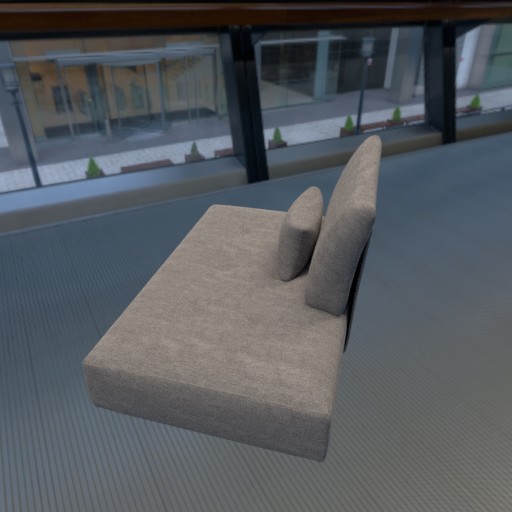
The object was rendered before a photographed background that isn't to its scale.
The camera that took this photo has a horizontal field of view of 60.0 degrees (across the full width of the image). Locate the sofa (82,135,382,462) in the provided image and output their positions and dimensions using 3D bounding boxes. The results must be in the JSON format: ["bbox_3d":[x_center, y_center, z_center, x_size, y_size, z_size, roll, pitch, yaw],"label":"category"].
[{"bbox_3d":[0.000,0.000,2.060,1.002,0.820,1.450,8,33,13],"label":"sofa"}]
